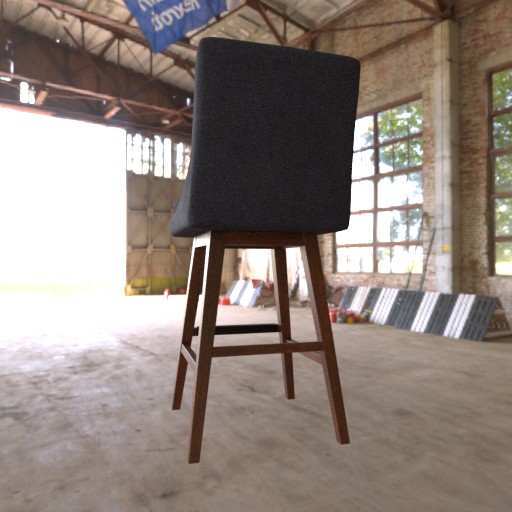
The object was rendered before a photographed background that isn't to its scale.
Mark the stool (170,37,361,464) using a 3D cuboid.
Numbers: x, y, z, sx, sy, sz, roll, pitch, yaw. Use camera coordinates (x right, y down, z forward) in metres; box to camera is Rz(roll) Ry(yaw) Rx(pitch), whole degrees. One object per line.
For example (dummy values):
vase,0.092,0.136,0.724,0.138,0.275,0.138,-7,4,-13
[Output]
stool,0.000,0.000,1.378,0.489,1.068,0.572,0,-1,-16
